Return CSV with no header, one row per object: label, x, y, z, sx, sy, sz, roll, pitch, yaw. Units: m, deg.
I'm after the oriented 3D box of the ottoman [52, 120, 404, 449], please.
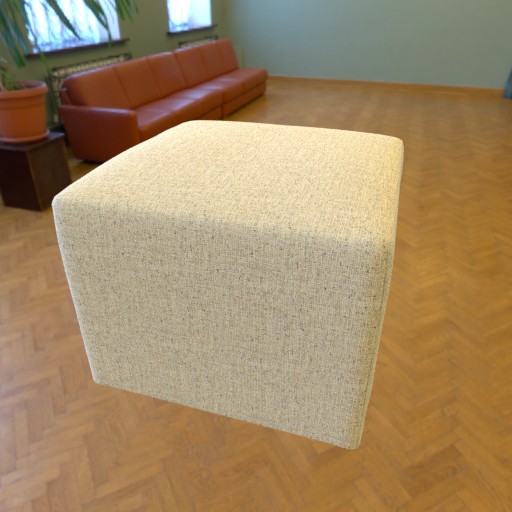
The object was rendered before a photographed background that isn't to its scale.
ottoman,0.000,0.000,0.905,0.521,0.453,0.512,9,32,15
